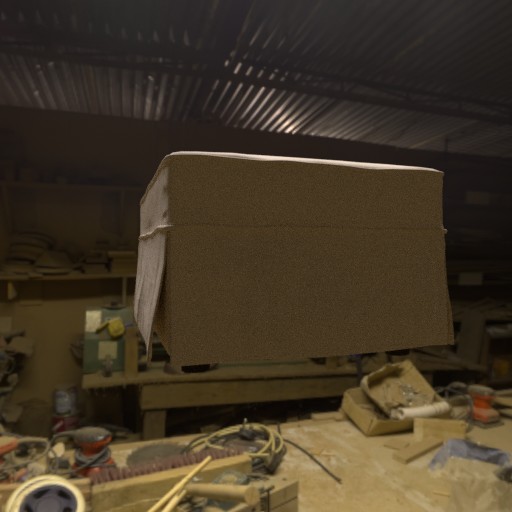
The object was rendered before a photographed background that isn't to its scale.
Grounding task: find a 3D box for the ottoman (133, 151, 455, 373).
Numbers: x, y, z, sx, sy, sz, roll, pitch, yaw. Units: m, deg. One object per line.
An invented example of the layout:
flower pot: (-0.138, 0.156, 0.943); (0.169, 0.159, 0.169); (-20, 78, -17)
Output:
ottoman: (0.000, 0.000, 1.341); (0.703, 0.479, 0.944); (0, 0, -18)
